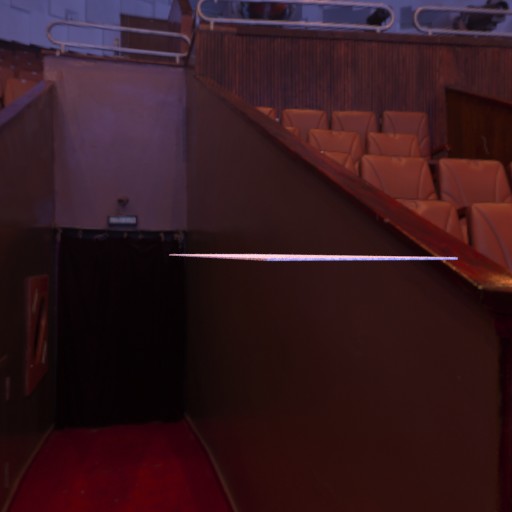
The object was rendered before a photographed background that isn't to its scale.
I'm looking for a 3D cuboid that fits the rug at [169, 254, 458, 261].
[{"bbox_3d":[0.000,0.000,2.446,0.676,0.008,2.277,0,1,-18],"label":"rug"}]
